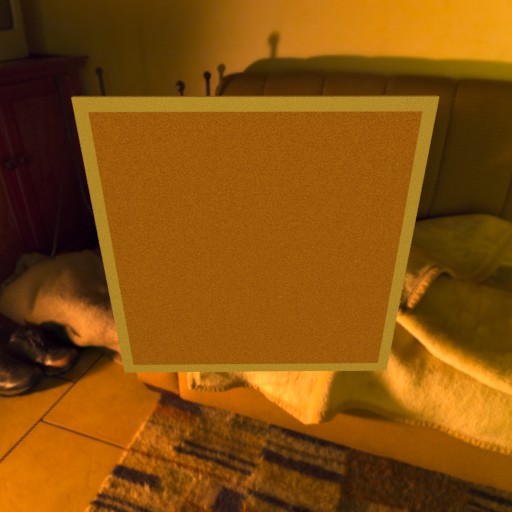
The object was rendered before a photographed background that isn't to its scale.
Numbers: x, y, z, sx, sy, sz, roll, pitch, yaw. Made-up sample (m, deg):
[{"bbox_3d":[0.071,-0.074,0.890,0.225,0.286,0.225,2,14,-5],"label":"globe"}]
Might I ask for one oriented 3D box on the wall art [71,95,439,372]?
[{"bbox_3d":[0.000,0.000,0.665,0.456,0.457,0.009,0,29,-1],"label":"wall art"}]
